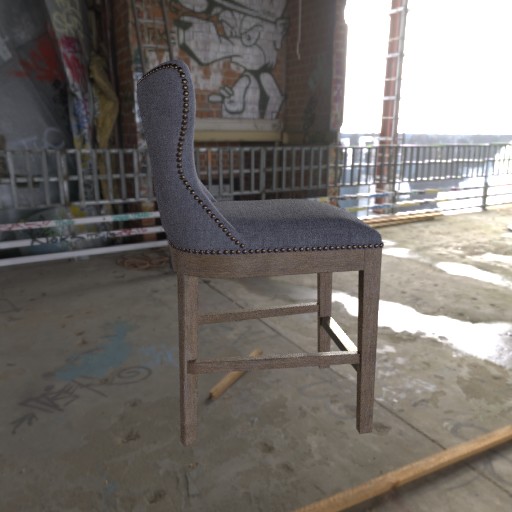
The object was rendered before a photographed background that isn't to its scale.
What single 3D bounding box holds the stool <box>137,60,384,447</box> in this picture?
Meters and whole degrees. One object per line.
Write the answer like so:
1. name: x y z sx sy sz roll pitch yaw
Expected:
1. stool: 0.000 0.000 1.286 0.608 0.981 0.498 -3 16 -9
